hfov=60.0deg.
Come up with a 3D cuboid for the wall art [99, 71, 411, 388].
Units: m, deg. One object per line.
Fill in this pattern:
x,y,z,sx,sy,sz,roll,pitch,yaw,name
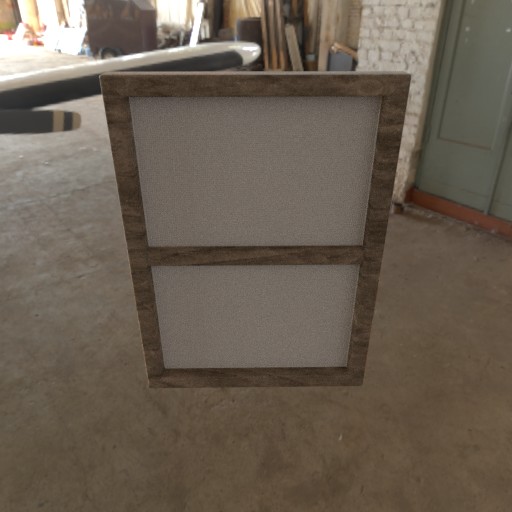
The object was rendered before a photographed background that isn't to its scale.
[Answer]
0.000,0.000,0.787,0.443,0.605,0.035,0,29,-1,wall art
